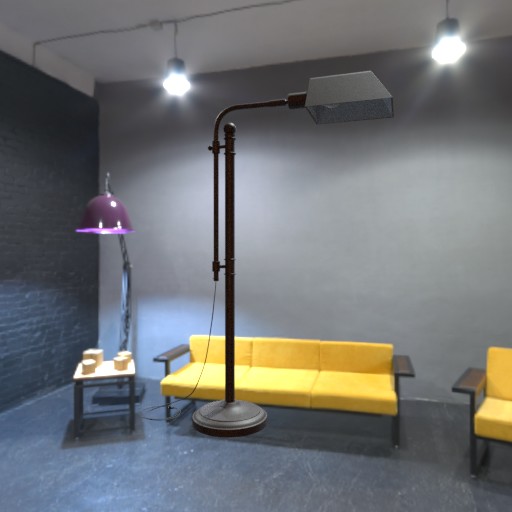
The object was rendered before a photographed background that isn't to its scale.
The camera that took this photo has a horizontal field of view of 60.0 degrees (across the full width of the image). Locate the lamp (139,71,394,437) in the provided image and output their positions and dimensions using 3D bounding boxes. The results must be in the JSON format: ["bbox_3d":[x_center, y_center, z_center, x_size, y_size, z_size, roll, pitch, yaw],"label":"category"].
[{"bbox_3d":[0.000,0.000,0.923,0.545,0.708,0.159,0,0,18],"label":"lamp"}]
